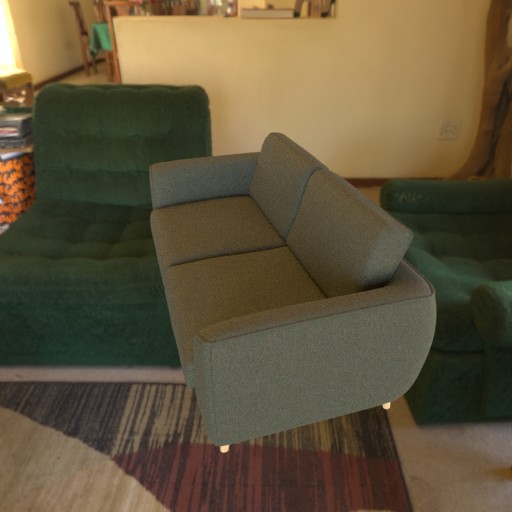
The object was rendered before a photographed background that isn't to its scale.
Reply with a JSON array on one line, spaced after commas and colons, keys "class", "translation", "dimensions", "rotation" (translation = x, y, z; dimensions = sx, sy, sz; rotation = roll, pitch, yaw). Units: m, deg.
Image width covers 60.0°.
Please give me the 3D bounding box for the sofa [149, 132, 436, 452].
[{"class": "sofa", "translation": [0.000, 0.000, 2.176], "dimensions": [0.920, 0.850, 1.700], "rotation": [-9, 32, -15]}]
